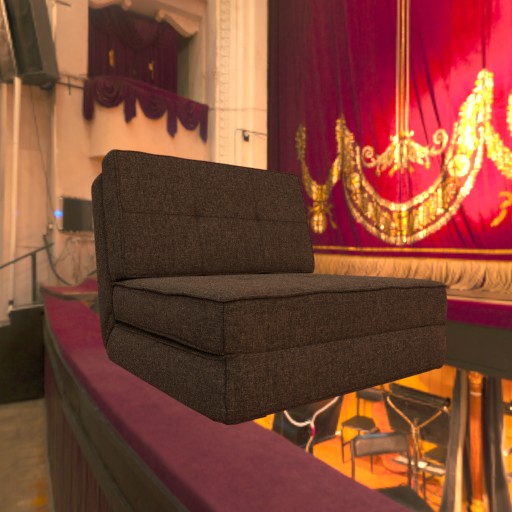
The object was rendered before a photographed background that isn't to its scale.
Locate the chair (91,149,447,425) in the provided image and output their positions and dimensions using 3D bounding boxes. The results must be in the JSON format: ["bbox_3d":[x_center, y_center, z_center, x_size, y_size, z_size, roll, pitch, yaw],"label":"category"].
[{"bbox_3d":[0.000,0.000,1.296,0.740,0.615,0.800,0,0,-36],"label":"chair"}]
